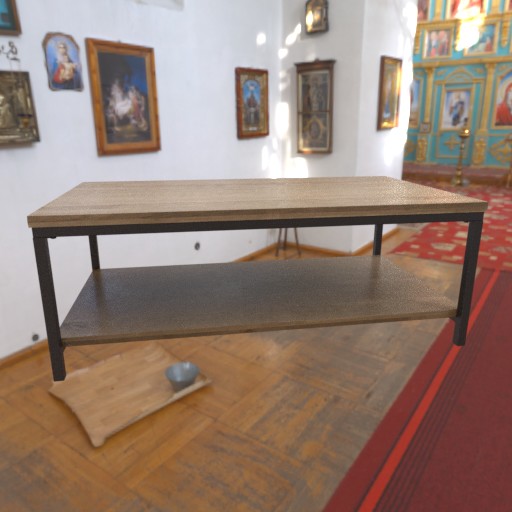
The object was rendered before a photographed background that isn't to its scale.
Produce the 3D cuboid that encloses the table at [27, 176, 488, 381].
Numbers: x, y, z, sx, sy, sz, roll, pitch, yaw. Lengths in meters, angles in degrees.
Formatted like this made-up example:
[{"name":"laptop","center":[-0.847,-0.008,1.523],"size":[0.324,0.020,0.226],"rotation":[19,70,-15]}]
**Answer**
[{"name":"table","center":[0.000,0.000,1.331],"size":[1.062,0.393,0.574],"rotation":[-3,17,-9]}]
